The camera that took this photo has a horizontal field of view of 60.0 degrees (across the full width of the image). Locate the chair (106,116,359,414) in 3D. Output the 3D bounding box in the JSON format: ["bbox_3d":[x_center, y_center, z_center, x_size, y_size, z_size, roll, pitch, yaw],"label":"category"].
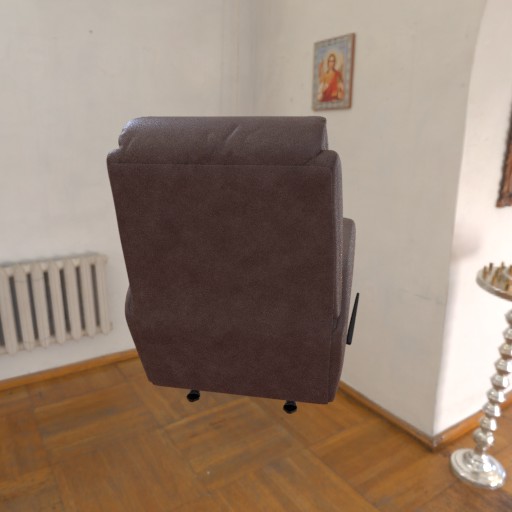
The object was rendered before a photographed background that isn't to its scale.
[{"bbox_3d":[0.000,0.000,1.821,0.865,1.067,1.067,3,15,11],"label":"chair"}]
